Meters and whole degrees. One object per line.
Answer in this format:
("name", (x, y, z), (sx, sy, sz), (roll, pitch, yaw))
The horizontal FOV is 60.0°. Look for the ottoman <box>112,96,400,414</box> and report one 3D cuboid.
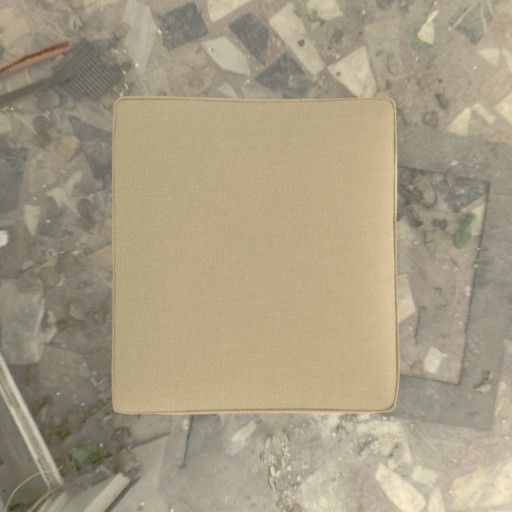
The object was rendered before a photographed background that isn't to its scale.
("ottoman", (0.000, 0.000, 1.150), (0.662, 0.505, 0.716), (0, 89, -1))
